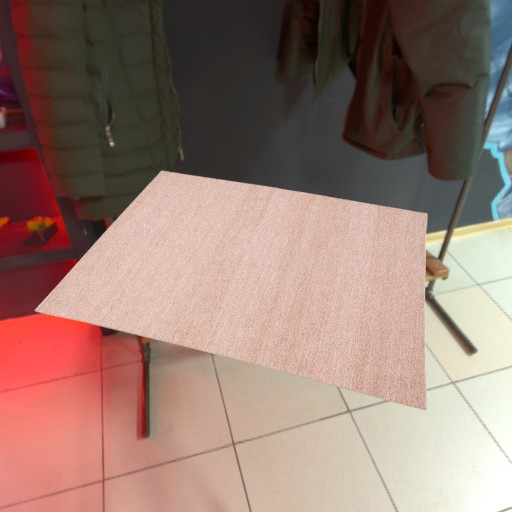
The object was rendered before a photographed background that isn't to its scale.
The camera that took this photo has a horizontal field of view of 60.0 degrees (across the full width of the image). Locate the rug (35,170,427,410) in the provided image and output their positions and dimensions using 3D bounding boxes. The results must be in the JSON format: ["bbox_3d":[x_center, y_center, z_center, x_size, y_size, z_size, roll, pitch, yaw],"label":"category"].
[{"bbox_3d":[0.000,0.000,4.287,3.202,0.045,2.434,11,42,13],"label":"rug"}]
